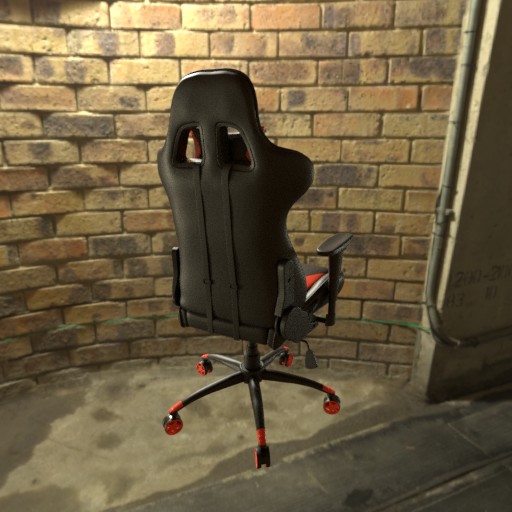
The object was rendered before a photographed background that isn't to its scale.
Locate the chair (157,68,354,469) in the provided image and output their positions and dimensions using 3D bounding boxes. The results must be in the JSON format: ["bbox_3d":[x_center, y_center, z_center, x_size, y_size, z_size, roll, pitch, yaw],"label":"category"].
[{"bbox_3d":[0.000,0.000,1.704,0.695,1.282,0.730,8,19,26],"label":"chair"}]
